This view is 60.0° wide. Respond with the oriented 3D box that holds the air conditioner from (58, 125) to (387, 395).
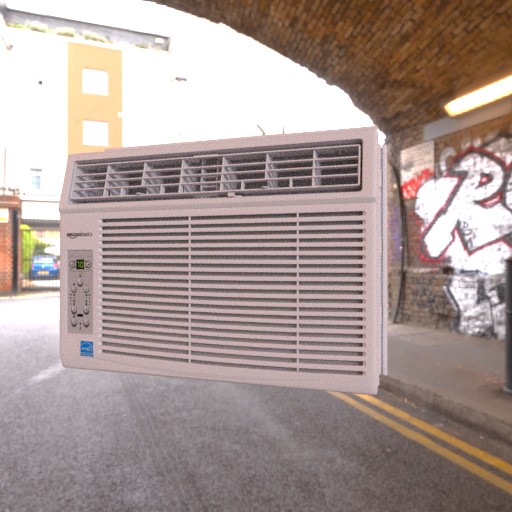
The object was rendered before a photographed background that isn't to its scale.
[{"bbox_3d":[0.000,0.000,0.879,0.503,0.388,0.546,0,0,17],"label":"air conditioner"}]
